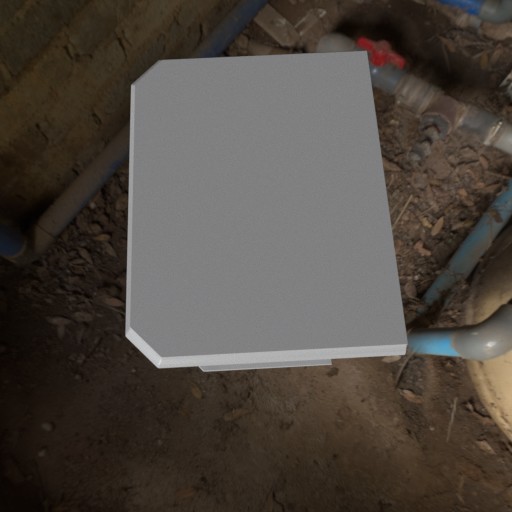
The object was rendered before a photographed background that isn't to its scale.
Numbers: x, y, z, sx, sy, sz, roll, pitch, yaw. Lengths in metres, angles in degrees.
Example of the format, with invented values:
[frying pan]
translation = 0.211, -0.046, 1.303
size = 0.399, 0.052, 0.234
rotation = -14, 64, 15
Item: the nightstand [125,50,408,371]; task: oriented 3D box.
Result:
[nightstand]
translation = 0.000, 0.000, 0.924
size = 0.350, 0.680, 0.450
rotation = -3, 75, -1
